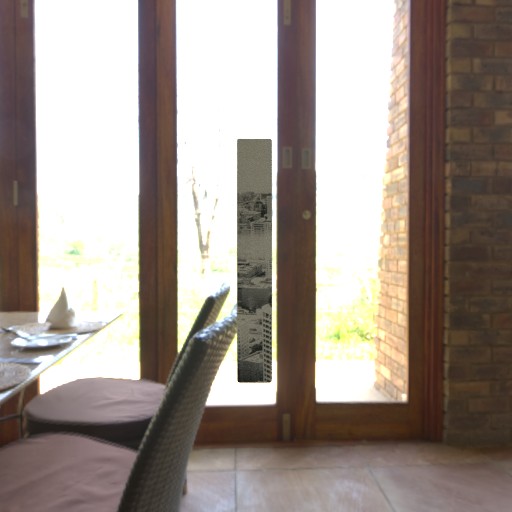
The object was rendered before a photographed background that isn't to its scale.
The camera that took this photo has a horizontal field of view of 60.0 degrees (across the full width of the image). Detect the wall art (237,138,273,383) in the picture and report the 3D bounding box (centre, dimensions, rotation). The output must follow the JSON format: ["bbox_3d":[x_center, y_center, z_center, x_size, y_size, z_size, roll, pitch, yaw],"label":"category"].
[{"bbox_3d":[0.000,0.000,0.842,0.038,0.255,0.763,0,1,0],"label":"wall art"}]
